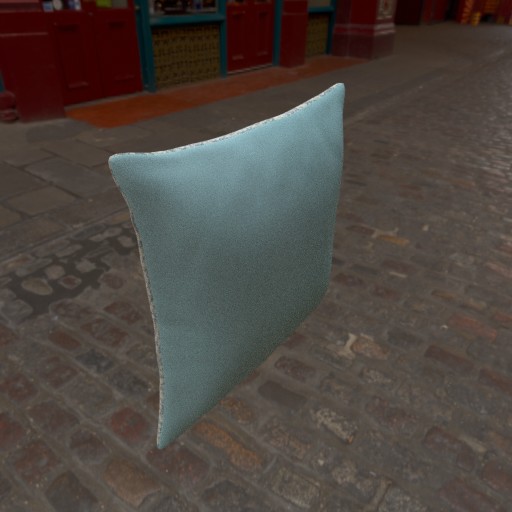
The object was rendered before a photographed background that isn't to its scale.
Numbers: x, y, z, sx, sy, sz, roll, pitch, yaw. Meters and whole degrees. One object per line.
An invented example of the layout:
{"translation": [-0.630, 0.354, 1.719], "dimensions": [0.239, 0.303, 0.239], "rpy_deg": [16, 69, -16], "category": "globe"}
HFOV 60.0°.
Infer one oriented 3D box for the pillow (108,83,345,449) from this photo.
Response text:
{"translation": [0.000, 0.000, 0.781], "dimensions": [0.166, 0.507, 0.526], "rpy_deg": [22, 38, 31], "category": "pillow"}
